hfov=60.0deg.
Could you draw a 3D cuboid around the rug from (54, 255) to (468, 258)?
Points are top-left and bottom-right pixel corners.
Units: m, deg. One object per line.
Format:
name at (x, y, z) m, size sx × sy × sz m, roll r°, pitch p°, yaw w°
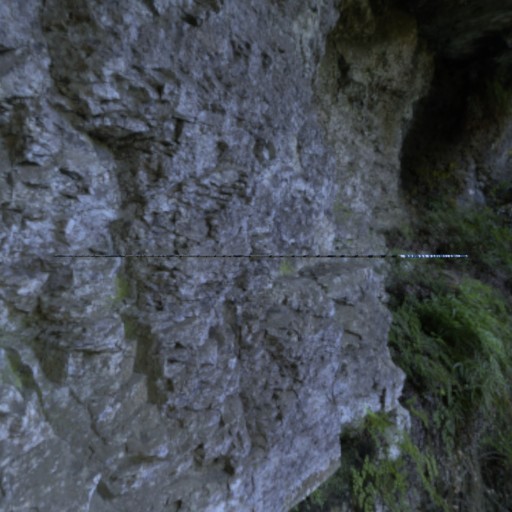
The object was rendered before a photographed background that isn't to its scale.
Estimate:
rug at (0.000, 0.000, 3.064) m, size 2.435 × 0.011 × 1.517 m, roll 0°, pitch 0°, yaw 35°
